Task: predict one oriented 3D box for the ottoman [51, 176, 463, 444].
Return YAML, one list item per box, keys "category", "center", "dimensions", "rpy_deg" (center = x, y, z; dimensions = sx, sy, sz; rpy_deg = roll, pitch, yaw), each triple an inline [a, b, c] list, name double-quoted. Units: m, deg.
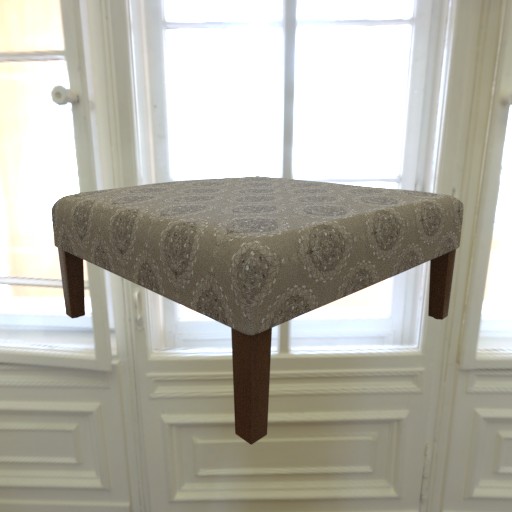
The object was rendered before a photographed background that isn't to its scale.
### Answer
- category: "ottoman"
  center: [0.000, 0.000, 1.372]
  dimensions: [0.890, 0.411, 0.889]
  rpy_deg: [-15, 21, -42]
